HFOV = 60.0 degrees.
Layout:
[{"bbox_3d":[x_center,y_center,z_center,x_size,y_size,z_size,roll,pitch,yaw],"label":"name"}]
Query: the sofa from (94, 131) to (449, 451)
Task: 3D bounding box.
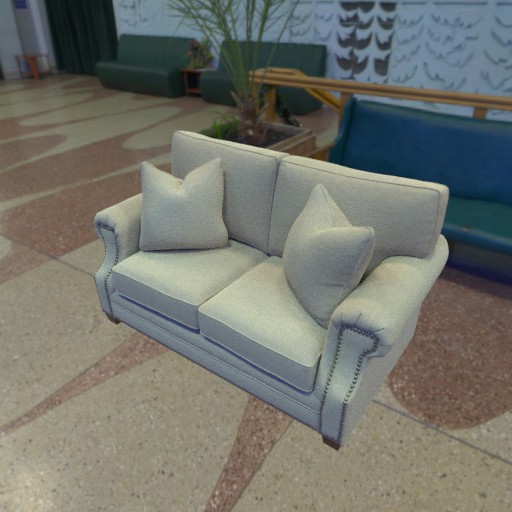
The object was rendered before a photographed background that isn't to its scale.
[{"bbox_3d":[0.000,0.000,2.295,1.701,0.966,0.966,20,36,30],"label":"sofa"}]
